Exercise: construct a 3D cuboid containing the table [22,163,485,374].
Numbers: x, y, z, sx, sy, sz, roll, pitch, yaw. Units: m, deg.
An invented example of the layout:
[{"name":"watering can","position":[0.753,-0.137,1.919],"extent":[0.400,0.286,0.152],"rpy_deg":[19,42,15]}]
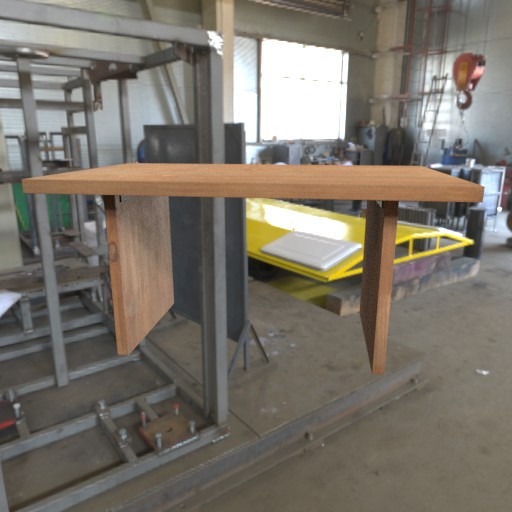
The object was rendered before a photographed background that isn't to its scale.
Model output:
[{"name":"table","position":[0.000,0.000,2.076],"extent":[1.609,0.780,0.946],"rpy_deg":[2,16,8]}]
